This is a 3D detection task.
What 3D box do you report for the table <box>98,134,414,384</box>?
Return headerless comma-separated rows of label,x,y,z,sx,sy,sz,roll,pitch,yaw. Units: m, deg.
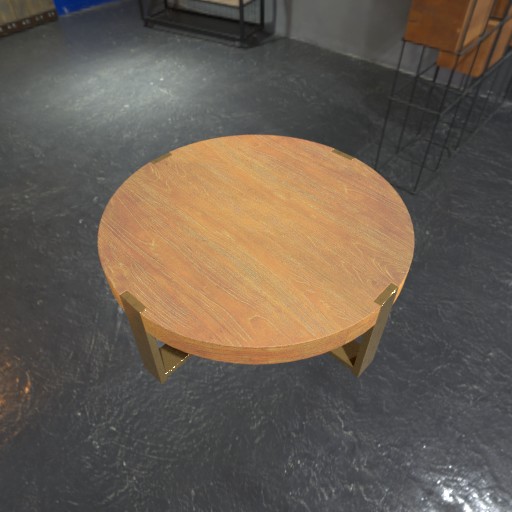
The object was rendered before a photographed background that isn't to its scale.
table,0.000,0.000,1.741,1.100,0.420,1.100,0,46,0
